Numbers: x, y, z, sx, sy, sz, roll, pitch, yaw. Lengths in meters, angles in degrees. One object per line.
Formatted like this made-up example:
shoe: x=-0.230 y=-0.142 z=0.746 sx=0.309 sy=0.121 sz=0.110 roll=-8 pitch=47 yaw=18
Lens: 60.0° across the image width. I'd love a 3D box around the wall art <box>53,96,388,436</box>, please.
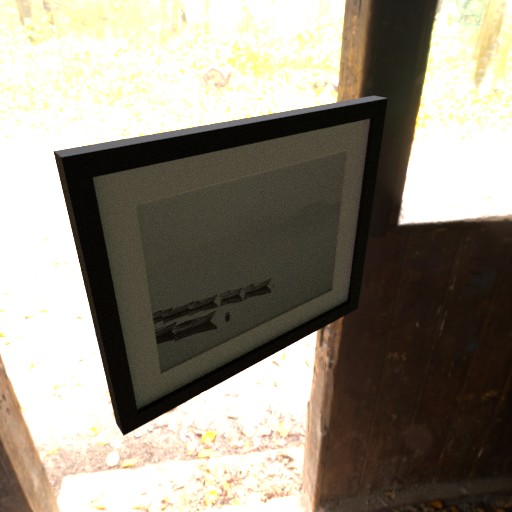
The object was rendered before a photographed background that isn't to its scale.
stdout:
wall art: x=0.000 y=0.000 z=0.749 sx=0.554 sy=0.454 sz=0.030 roll=-21 pitch=36 yaw=-32
